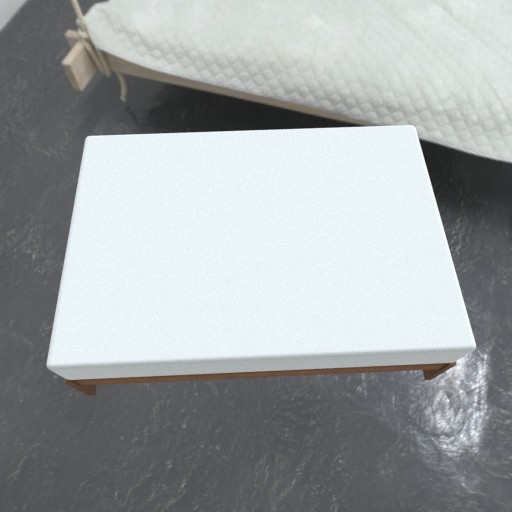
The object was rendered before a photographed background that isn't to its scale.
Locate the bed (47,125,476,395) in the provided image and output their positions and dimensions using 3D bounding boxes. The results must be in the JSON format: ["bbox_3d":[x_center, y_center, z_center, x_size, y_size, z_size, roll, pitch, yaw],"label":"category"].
[{"bbox_3d":[0.000,0.000,2.525,1.927,0.616,1.348,-2,63,-1],"label":"bed"}]
